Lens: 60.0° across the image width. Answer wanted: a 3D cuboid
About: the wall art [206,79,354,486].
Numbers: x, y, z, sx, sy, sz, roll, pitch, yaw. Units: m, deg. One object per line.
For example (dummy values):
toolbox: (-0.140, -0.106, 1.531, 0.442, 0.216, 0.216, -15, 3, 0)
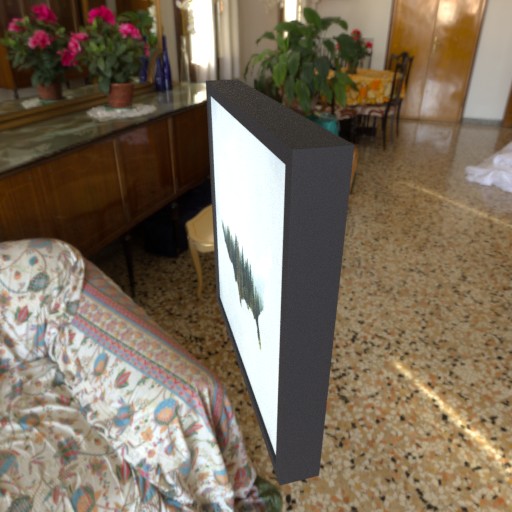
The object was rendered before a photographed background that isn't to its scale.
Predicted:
wall art: (0.000, 0.000, 0.458, 0.038, 0.304, 0.304, -7, 30, -13)
